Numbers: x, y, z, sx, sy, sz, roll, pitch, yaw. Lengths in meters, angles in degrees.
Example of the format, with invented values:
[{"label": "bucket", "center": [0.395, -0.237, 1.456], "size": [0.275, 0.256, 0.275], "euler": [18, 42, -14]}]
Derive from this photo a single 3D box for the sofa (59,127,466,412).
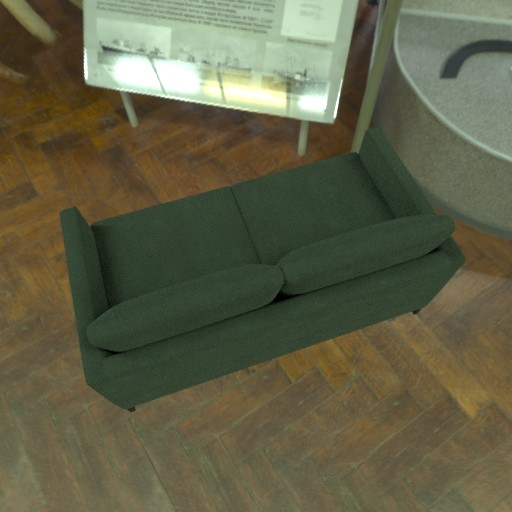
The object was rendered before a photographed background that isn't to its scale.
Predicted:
[{"label": "sofa", "center": [0.000, 0.000, 2.171], "size": [1.676, 0.817, 0.875], "euler": [-17, 62, -9]}]
